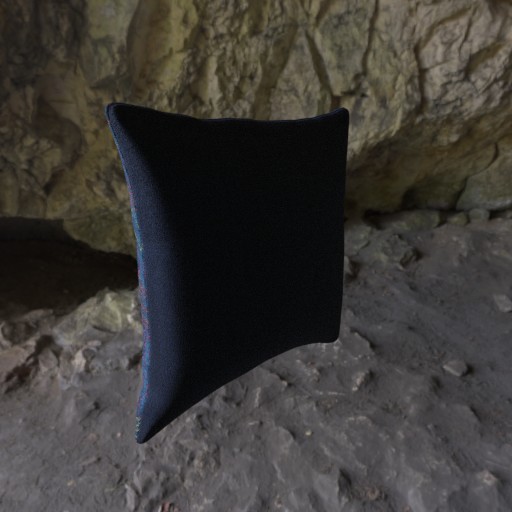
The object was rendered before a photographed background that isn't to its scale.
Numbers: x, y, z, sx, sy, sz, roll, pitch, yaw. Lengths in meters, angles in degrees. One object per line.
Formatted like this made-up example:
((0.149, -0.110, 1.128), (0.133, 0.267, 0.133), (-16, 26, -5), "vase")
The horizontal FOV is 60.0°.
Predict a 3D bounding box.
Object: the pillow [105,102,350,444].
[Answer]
((0.000, 0.000, 0.659), (0.431, 0.431, 0.141), (-15, 22, -42), "pillow")
